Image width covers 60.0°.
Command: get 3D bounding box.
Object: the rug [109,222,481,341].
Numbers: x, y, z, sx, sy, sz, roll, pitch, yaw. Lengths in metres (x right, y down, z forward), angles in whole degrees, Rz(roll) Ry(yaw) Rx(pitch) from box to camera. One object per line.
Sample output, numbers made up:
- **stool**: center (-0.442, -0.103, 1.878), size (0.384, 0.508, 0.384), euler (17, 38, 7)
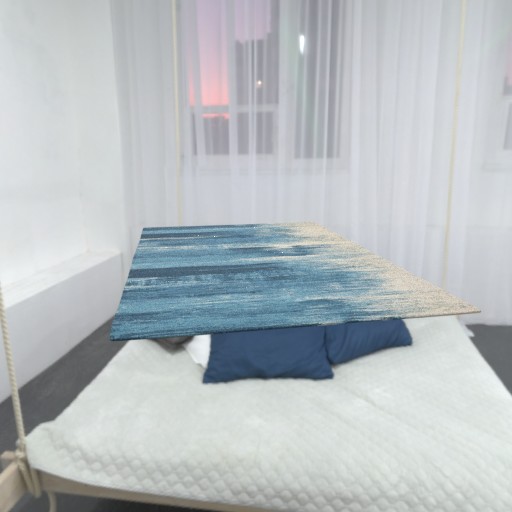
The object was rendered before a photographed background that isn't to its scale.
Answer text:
- **rug**: center (0.000, 0.000, 2.266), size (1.232, 0.009, 1.836), euler (-3, 14, -11)
